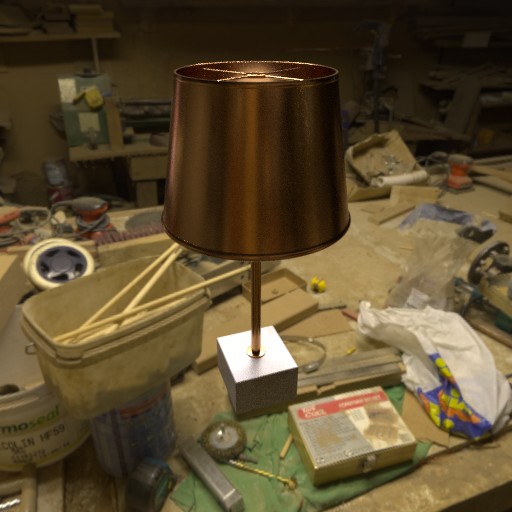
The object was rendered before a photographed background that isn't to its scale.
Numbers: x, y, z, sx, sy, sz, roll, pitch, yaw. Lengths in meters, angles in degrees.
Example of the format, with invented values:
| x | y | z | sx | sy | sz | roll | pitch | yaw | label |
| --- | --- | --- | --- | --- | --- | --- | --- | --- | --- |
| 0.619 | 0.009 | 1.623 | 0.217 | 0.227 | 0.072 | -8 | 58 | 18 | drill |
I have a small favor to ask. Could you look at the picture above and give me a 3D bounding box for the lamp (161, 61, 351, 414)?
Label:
| x | y | z | sx | sy | sz | roll | pitch | yaw | label |
| --- | --- | --- | --- | --- | --- | --- | --- | --- | --- |
| 0.000 | 0.000 | 0.521 | 0.208 | 0.406 | 0.208 | 0 | 29 | 0 | lamp |
